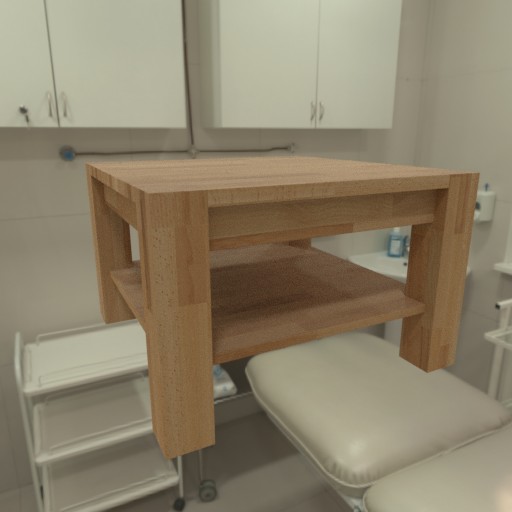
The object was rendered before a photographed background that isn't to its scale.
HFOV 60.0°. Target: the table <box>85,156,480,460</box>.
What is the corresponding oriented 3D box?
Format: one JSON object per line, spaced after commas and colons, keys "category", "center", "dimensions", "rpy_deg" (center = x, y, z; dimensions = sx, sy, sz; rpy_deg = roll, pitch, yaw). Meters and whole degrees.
{"category": "table", "center": [0.000, 0.000, 1.138], "dimensions": [0.700, 0.451, 0.700], "rpy_deg": [-8, 18, -26]}
